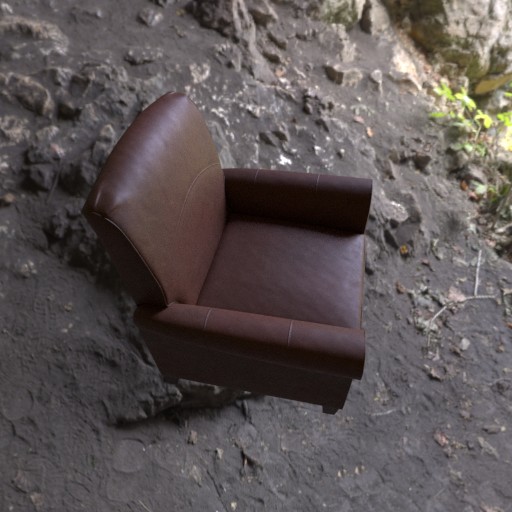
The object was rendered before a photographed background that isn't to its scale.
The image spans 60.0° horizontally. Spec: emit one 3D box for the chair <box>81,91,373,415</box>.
[{"bbox_3d":[0.000,0.000,1.788,0.902,1.061,0.978,9,47,8],"label":"chair"}]
